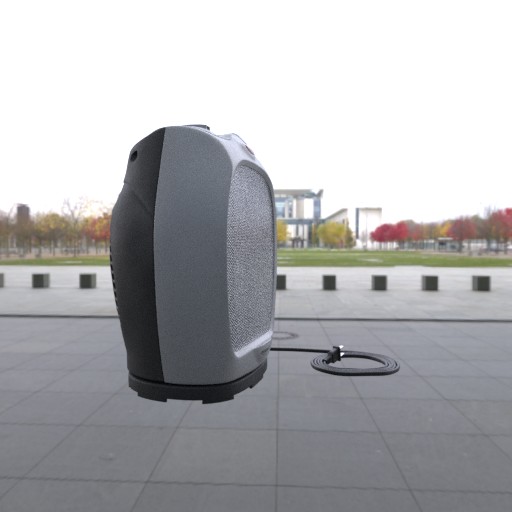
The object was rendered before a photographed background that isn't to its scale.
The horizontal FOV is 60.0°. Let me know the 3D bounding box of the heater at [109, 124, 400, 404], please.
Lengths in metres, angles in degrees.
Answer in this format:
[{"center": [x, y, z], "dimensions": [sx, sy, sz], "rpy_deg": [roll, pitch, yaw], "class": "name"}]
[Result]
[{"center": [0.000, 0.000, 0.469], "dimensions": [0.291, 0.255, 0.239], "rpy_deg": [0, 1, 18], "class": "heater"}]
